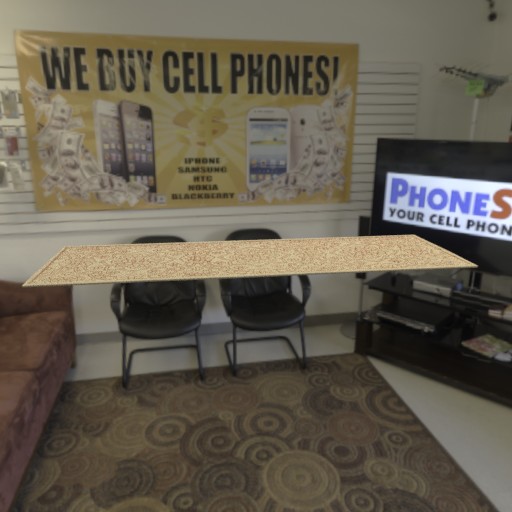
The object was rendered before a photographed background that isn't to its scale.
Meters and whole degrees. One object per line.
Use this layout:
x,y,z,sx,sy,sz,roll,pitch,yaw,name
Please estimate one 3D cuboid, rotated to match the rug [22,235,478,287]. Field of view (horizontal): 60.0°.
0.000,0.000,2.713,2.448,0.012,0.769,-2,16,-7,rug
